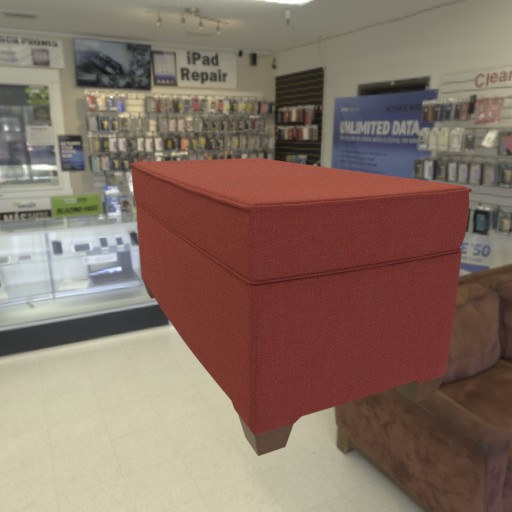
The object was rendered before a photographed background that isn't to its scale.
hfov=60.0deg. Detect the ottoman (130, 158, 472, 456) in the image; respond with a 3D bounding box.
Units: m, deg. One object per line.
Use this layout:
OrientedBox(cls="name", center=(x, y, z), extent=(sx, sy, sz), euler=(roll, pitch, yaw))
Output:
OrientedBox(cls="ottoman", center=(0.000, 0.000, 1.196), extent=(0.497, 0.454, 0.948), euler=(-8, 18, -25))
